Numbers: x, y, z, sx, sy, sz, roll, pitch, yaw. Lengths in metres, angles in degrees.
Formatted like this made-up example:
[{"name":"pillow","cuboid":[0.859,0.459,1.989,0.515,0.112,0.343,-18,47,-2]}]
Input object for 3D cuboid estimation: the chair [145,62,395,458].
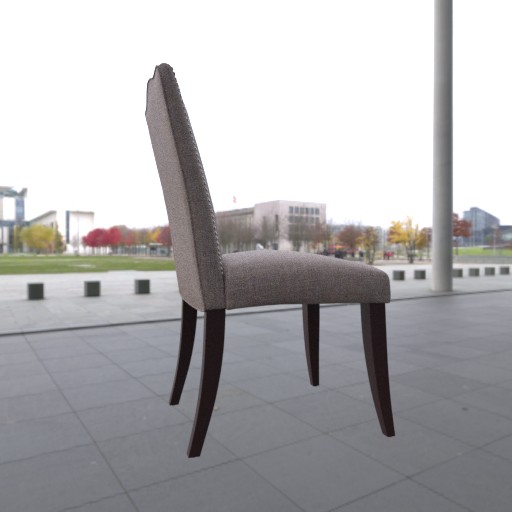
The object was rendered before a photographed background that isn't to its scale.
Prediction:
[{"name":"chair","cuboid":[0.000,0.000,1.384,0.660,1.016,0.513,0,1,-18]}]
